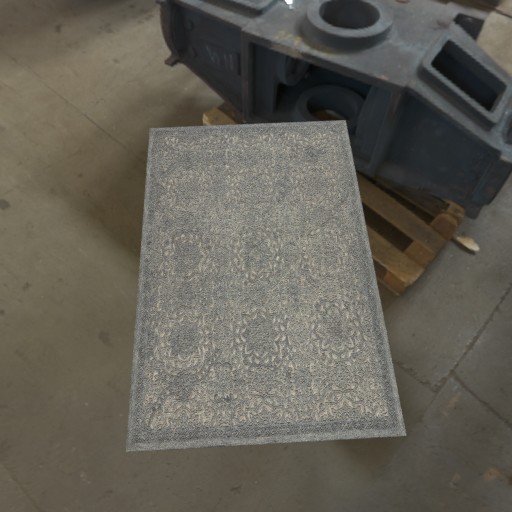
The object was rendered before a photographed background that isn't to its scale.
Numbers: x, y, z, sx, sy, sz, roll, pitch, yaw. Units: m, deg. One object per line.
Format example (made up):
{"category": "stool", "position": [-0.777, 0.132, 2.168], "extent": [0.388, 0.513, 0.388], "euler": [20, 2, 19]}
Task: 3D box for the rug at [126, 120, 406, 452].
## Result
{"category": "rug", "position": [0.000, 0.000, 2.320], "extent": [1.208, 0.012, 1.819], "euler": [-3, 63, -1]}
